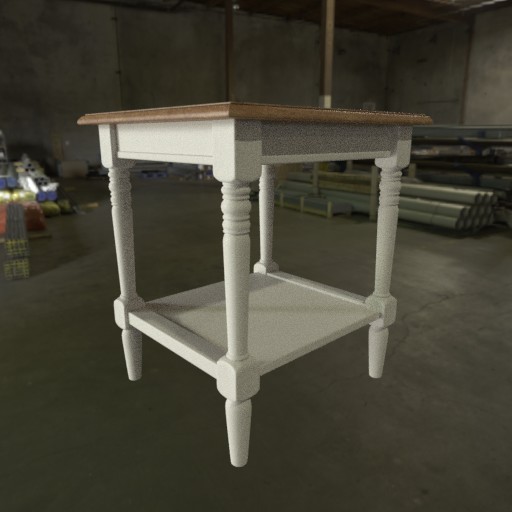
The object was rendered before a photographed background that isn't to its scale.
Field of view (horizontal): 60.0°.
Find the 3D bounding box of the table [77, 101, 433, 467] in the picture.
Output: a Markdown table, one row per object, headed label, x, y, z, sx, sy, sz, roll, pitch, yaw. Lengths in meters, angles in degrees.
| label | x | y | z | sx | sy | sz | roll | pitch | yaw |
| --- | --- | --- | --- | --- | --- | --- | --- | --- | --- |
| table | 0.000 | 0.000 | 0.921 | 0.508 | 0.561 | 0.457 | -13 | 20 | -41 |
